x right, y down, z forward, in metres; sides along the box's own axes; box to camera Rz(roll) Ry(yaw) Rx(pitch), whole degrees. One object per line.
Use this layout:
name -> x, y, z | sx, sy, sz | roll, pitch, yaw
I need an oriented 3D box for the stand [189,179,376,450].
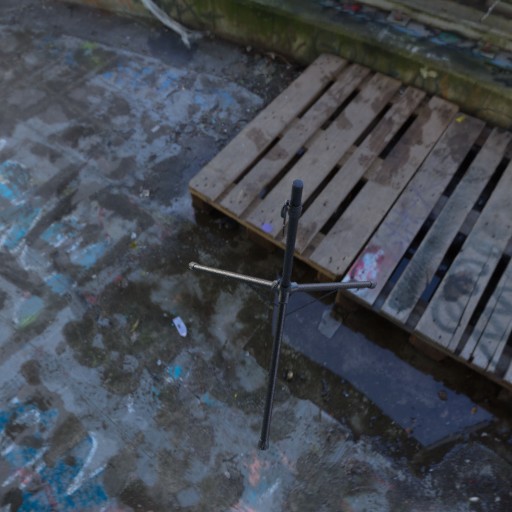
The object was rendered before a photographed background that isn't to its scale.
stand -> 0.000, 0.000, 1.845 | 0.907, 1.136, 1.045 | 34, 65, 18
